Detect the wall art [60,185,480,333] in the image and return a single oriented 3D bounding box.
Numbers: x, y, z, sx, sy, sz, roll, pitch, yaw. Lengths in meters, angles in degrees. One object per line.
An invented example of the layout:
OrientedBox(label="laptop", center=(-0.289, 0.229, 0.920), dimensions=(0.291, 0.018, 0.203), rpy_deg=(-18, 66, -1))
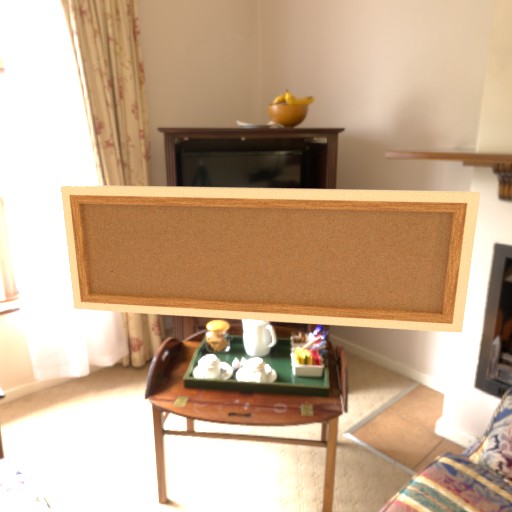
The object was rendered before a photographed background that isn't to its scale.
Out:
OrientedBox(label="wall art", center=(0.000, 0.000, 1.675), dimensions=(1.520, 0.507, 0.044), rpy_deg=(2, 15, 8))
